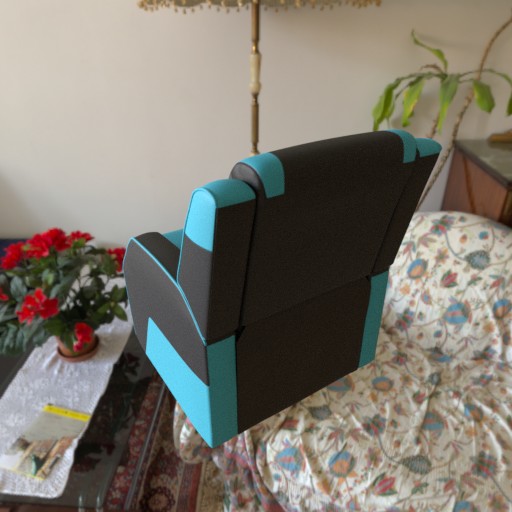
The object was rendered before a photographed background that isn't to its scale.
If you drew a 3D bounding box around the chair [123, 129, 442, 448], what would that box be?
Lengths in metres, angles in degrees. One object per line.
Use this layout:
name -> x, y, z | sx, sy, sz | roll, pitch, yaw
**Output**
chair -> 0.000, 0.000, 1.299 | 0.620, 0.805, 0.672 | -18, 34, -29
